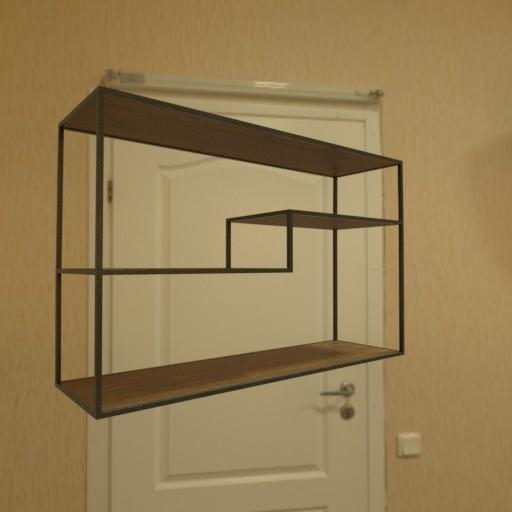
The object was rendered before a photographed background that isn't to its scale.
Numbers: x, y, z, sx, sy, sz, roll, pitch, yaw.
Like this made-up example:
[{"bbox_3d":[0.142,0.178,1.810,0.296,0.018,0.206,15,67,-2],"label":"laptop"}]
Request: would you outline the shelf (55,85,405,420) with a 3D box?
[{"bbox_3d":[0.000,0.000,1.521,1.201,0.765,0.361,1,-2,-38],"label":"shelf"}]
